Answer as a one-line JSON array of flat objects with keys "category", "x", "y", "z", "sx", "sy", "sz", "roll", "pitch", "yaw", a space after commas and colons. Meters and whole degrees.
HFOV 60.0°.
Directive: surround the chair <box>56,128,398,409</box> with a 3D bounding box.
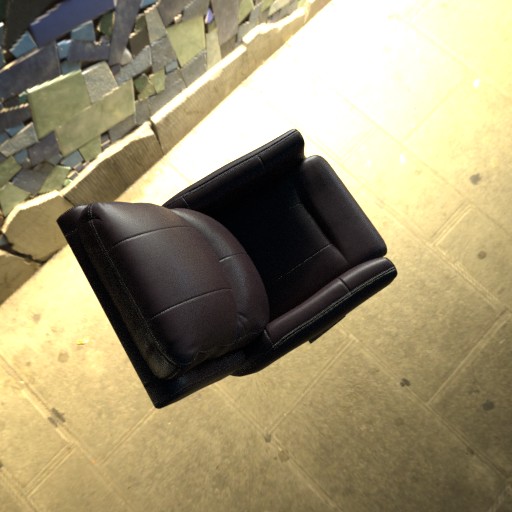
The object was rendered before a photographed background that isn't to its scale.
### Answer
[{"category": "chair", "x": 0.000, "y": 0.000, "z": 1.800, "sx": 1.080, "sy": 1.030, "sz": 0.829, "roll": -31, "pitch": 78, "yaw": -8}]
